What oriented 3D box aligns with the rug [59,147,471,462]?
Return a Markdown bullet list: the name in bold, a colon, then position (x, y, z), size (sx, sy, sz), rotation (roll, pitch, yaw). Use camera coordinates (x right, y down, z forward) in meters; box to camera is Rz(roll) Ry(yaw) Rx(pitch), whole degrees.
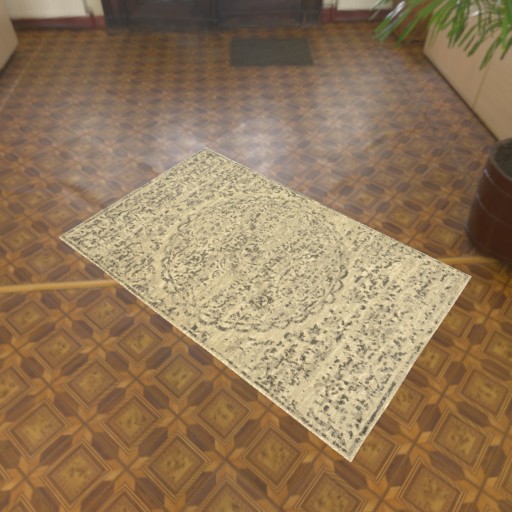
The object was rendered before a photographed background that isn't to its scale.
- **rug**: position (0.000, 0.000, 3.076), size (2.447, 0.021, 1.527), rotation (31, 54, 26)
